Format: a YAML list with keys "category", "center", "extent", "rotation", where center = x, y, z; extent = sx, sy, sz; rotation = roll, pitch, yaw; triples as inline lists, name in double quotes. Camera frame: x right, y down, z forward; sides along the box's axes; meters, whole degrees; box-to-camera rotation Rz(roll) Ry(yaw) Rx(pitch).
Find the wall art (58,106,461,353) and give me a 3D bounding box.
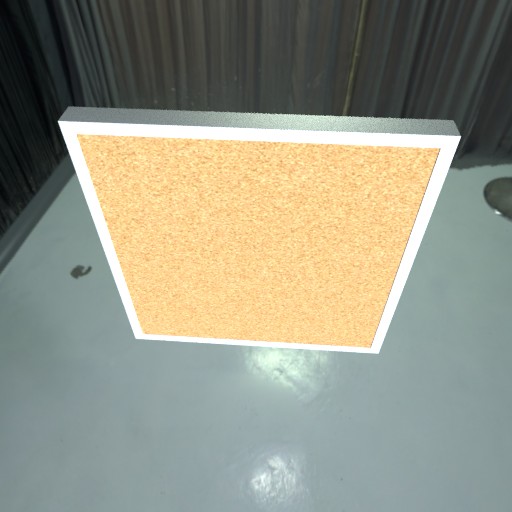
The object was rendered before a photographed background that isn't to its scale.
- category: "wall art"
  center: [0.000, 0.000, 0.752]
  extent: [0.506, 0.505, 0.038]
  rotation: [3, 47, 3]
